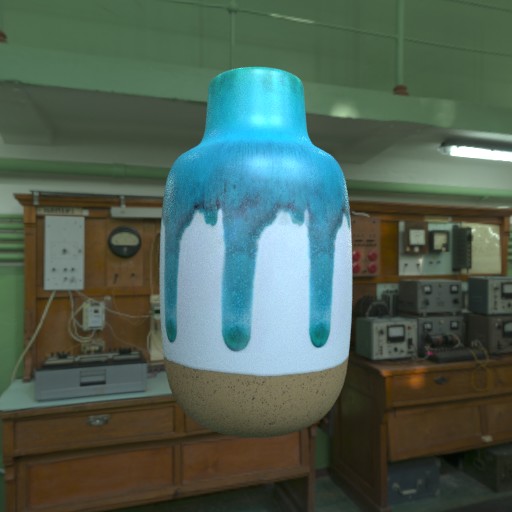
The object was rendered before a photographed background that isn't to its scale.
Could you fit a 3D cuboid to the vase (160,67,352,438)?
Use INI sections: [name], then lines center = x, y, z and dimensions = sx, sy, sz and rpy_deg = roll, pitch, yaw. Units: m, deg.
[vase]
center = 0.000, 0.000, 0.249
dimensions = 0.106, 0.192, 0.106
rpy_deg = 0, 0, 0
